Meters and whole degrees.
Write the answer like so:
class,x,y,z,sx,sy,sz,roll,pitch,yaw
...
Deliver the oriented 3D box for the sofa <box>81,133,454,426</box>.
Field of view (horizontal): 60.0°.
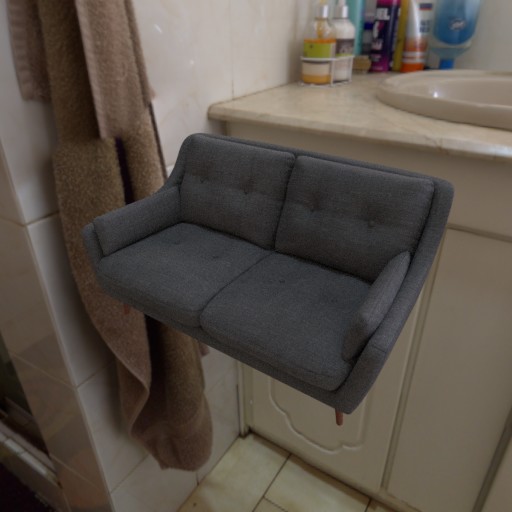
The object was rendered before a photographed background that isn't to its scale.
class,x,y,z,sx,sy,sz,roll,pitch,yaw
sofa,0.000,0.000,2.236,1.646,0.887,0.976,19,35,30
